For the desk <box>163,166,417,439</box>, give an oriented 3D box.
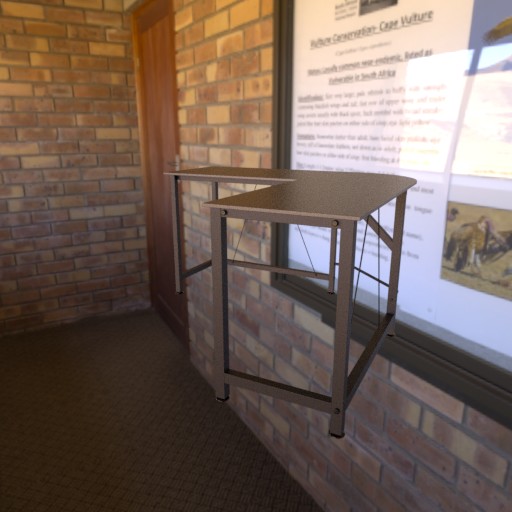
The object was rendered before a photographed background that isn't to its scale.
[{"bbox_3d":[0.000,0.000,2.270,1.400,0.762,1.400,8,18,26],"label":"desk"}]
